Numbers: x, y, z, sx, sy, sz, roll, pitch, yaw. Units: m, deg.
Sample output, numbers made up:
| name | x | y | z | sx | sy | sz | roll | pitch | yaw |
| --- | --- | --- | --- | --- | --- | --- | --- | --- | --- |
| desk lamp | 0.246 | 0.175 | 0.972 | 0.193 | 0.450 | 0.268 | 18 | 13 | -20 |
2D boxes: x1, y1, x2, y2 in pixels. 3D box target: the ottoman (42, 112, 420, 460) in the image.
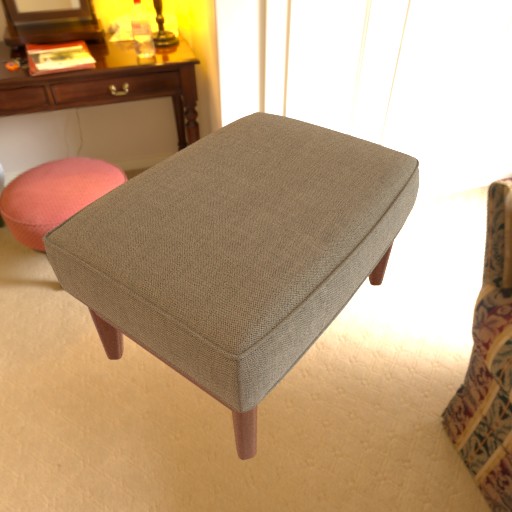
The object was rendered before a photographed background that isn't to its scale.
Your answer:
| name | x | y | z | sx | sy | sz | roll | pitch | yaw |
| --- | --- | --- | --- | --- | --- | --- | --- | --- | --- |
| ottoman | 0.000 | 0.000 | 1.096 | 0.555 | 0.458 | 0.750 | 26 | 48 | 26 |
